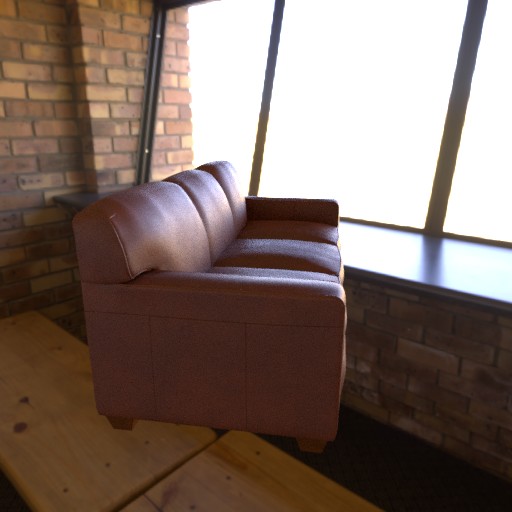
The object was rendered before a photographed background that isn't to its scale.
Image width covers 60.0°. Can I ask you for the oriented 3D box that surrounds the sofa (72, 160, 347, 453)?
[{"bbox_3d":[0.000,0.000,2.522,1.008,0.953,2.039,3,17,9],"label":"sofa"}]
